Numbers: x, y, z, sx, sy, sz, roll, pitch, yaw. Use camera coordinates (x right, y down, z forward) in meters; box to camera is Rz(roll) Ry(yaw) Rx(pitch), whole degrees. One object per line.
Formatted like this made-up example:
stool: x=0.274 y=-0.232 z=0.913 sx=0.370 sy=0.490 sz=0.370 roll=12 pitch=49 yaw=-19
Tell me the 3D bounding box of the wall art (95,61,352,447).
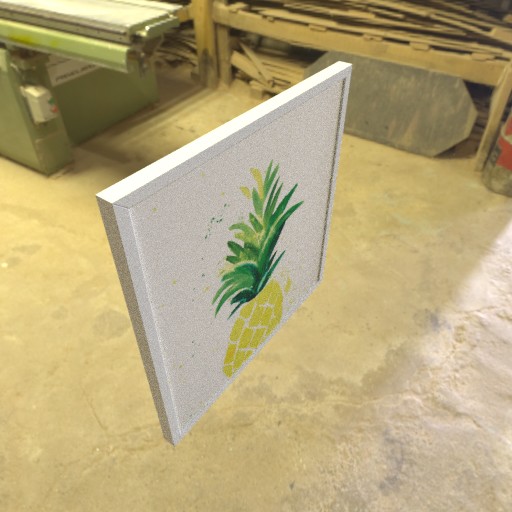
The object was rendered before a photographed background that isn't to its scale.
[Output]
wall art: x=0.000 y=0.000 z=1.139 sx=0.038 sy=0.761 sz=0.763 roll=26 pitch=47 yaw=27
